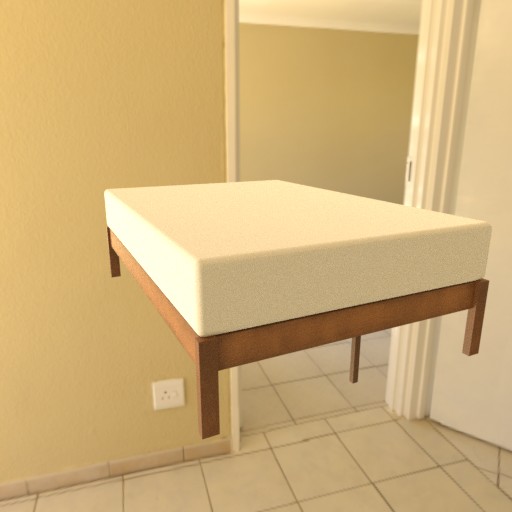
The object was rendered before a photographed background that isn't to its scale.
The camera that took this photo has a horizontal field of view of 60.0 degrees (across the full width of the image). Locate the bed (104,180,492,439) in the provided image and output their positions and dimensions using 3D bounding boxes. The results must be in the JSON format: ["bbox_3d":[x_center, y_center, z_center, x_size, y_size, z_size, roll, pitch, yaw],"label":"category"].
[{"bbox_3d":[0.000,0.000,2.515,1.348,0.616,1.927,-8,18,-25],"label":"bed"}]
